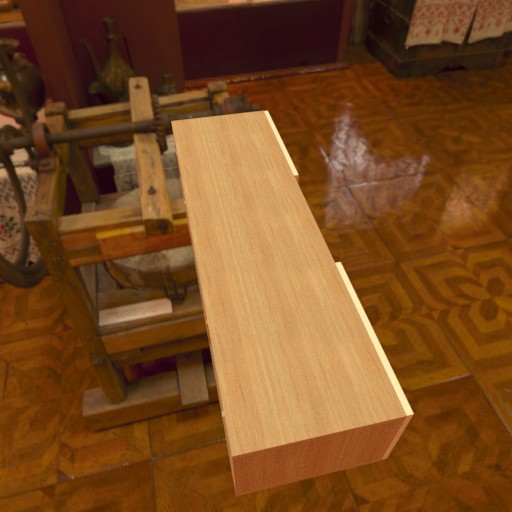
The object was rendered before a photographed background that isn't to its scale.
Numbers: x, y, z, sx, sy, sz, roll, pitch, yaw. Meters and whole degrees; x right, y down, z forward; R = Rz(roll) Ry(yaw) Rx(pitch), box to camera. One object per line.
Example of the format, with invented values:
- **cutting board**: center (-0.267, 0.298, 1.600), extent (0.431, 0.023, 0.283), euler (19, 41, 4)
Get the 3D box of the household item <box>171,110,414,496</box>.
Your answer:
- **household item**: center (0.000, 0.000, 1.552), extent (0.420, 0.310, 1.400), euler (-9, 48, -9)
